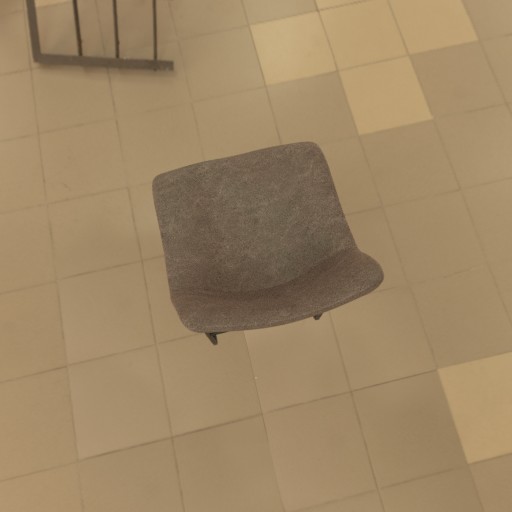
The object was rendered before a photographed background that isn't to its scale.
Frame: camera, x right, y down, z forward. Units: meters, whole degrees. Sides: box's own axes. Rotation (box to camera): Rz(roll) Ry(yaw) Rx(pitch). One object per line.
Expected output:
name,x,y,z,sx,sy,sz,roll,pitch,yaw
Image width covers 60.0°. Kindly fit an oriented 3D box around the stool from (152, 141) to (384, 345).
stool,0.000,0.000,1.408,0.514,1.082,0.561,-13,75,-4
